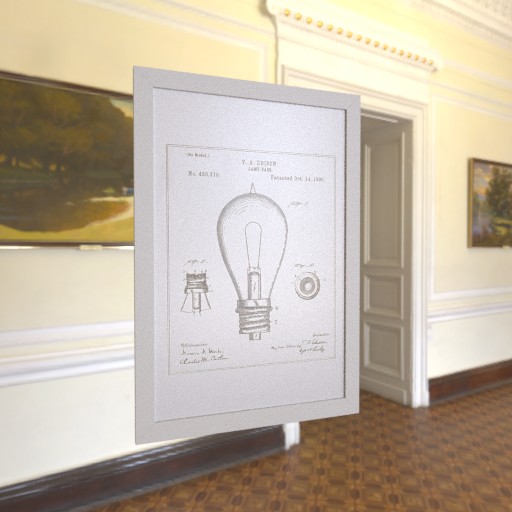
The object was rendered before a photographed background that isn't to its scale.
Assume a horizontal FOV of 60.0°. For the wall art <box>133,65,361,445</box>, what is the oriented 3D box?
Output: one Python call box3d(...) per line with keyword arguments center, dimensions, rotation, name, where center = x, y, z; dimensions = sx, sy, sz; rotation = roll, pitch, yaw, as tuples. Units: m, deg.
box3d(center=(0.000, 0.000, 0.612), dimensions=(0.325, 0.474, 0.010), rotation=(0, 1, -19), name="wall art")
